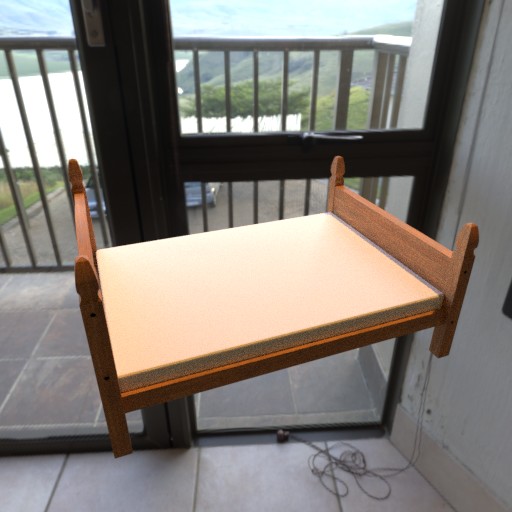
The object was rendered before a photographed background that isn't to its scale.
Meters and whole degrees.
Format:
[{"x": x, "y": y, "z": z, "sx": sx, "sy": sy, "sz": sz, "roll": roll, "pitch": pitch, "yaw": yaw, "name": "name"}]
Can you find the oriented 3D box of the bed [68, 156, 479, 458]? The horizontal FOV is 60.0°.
[{"x": 0.000, "y": 0.000, "z": 2.844, "sx": 2.069, "sy": 1.100, "sz": 1.490, "roll": -11, "pitch": 30, "yaw": -19, "name": "bed"}]
